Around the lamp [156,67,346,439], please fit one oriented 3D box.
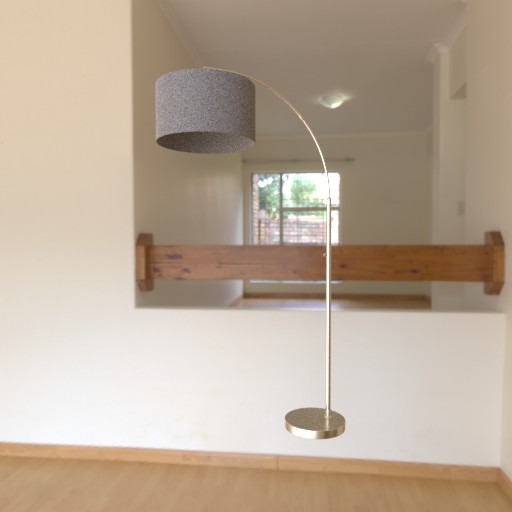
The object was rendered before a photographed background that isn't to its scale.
[{"bbox_3d":[0.000,0.000,2.129,0.934,1.735,0.452,0,2,-18],"label":"lamp"}]
